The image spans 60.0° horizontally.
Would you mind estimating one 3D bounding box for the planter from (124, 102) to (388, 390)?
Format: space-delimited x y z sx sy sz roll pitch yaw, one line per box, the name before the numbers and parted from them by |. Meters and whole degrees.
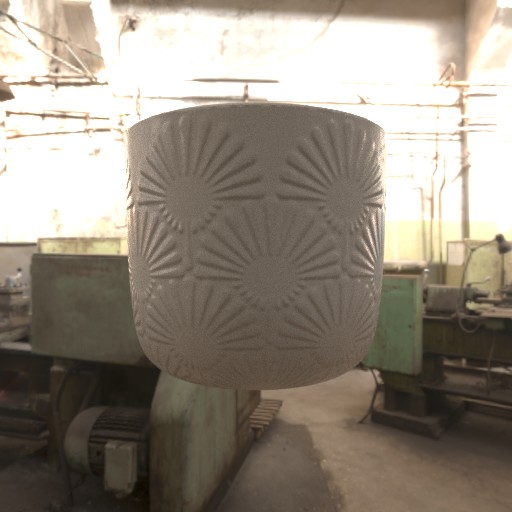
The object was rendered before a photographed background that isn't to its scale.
planter | 0.000 0.000 0.217 0.124 0.109 0.124 0 0 0
